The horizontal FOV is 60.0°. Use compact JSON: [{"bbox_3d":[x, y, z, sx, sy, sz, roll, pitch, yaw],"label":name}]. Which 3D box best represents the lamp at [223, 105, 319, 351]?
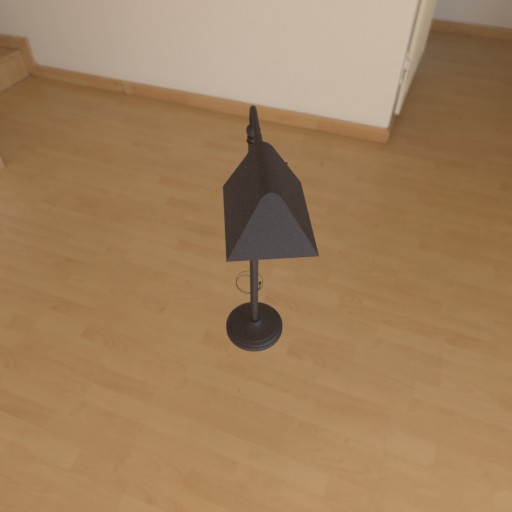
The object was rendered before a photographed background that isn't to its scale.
[{"bbox_3d":[0.000,0.000,0.959,0.159,0.708,0.545,-3,46,-3],"label":"lamp"}]
